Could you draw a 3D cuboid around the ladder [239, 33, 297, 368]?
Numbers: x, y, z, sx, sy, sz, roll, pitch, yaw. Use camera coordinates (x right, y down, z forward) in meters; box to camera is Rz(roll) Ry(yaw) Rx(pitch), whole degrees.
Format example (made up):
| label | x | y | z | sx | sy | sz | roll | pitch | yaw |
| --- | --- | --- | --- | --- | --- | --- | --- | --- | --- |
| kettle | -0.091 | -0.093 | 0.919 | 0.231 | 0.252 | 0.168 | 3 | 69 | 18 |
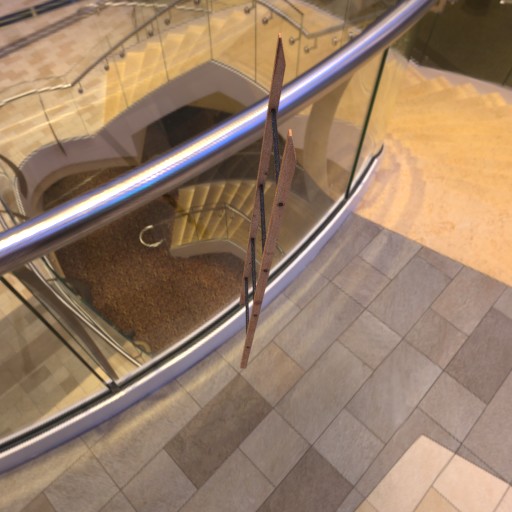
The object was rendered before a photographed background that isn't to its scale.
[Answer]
| label | x | y | z | sx | sy | sz | roll | pitch | yaw |
| --- | --- | --- | --- | --- | --- | --- | --- | --- | --- |
| ladder | 0.000 | 0.000 | 1.969 | 0.200 | 1.805 | 0.442 | -2 | 58 | -1 |
